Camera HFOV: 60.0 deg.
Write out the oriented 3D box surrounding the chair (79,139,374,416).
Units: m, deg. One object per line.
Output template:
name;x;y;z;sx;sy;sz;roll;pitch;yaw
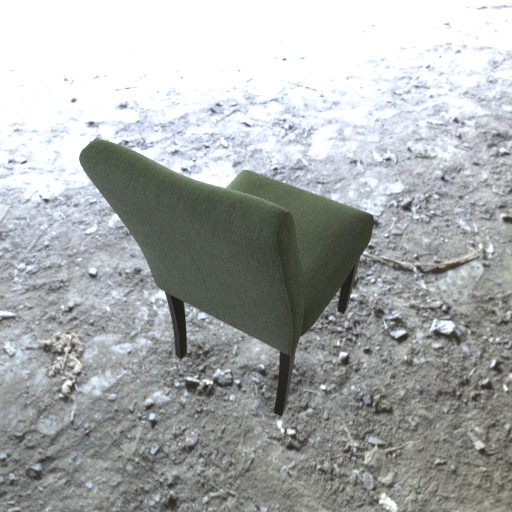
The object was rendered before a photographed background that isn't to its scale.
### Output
chair;0.000;0.000;1.248;0.487;0.884;0.629;24;51;21
